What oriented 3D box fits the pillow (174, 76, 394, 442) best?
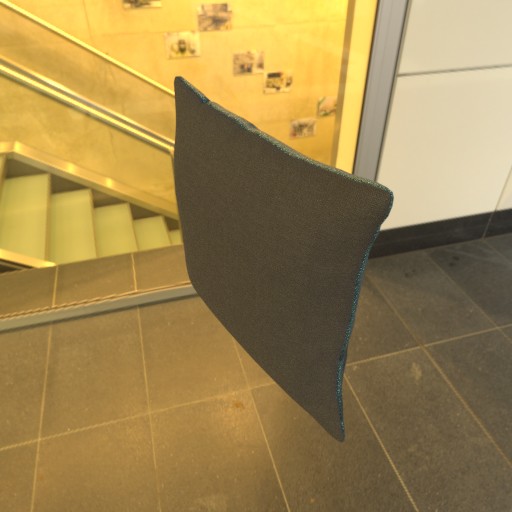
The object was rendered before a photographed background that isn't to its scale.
[{"bbox_3d":[0.000,0.000,0.663,0.138,0.430,0.436,-24,44,-27],"label":"pillow"}]
